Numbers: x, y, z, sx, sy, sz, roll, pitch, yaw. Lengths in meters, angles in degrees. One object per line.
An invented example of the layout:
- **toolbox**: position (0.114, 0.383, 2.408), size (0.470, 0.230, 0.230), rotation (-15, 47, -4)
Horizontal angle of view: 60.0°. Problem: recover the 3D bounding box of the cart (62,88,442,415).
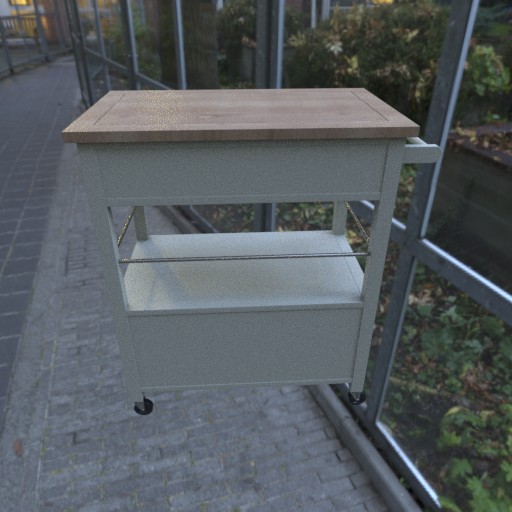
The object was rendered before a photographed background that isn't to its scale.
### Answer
- **cart**: position (0.000, 0.000, 1.371), size (0.840, 0.901, 0.459), rotation (-2, 31, -3)
